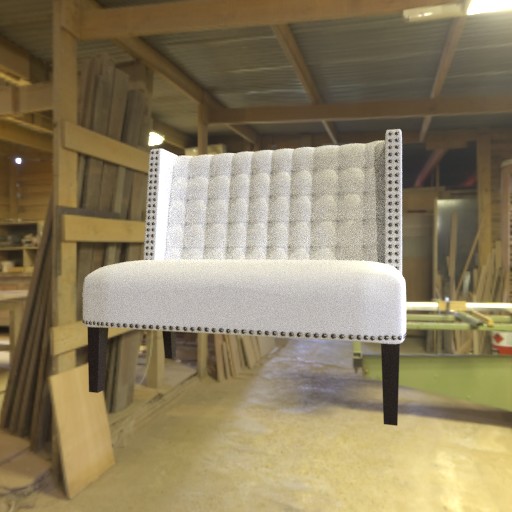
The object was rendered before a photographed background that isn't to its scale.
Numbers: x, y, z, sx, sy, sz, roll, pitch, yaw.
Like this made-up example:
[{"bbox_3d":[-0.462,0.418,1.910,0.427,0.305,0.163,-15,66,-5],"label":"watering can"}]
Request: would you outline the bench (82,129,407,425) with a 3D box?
[{"bbox_3d":[0.000,0.000,2.001,1.280,1.123,0.847,0,0,17],"label":"bench"}]
